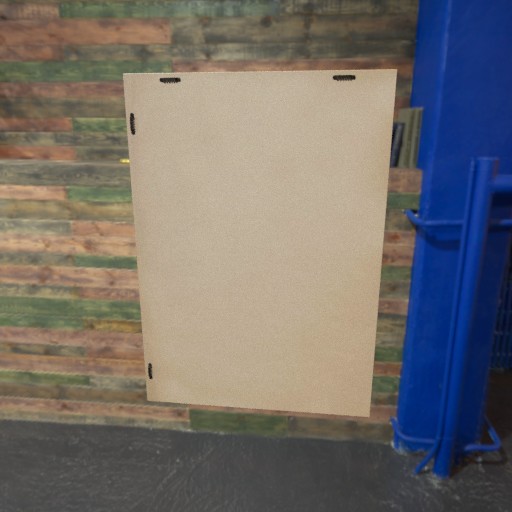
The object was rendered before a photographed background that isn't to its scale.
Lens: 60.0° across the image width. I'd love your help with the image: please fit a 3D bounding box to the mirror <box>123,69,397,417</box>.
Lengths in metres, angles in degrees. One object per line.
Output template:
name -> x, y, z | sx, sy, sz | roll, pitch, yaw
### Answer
mirror -> 0.000, 0.000, 0.922 | 0.508, 0.711, 0.039 | 2, 16, 7
